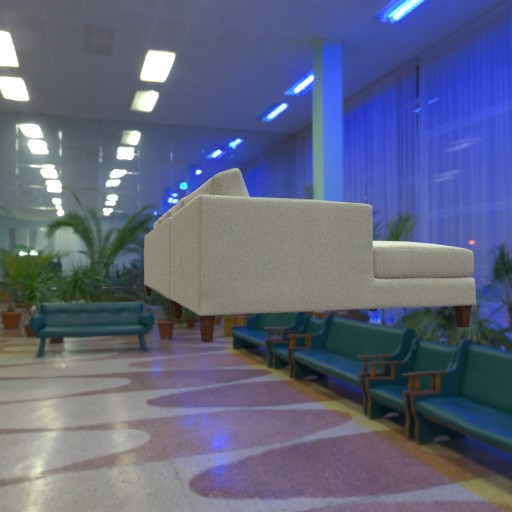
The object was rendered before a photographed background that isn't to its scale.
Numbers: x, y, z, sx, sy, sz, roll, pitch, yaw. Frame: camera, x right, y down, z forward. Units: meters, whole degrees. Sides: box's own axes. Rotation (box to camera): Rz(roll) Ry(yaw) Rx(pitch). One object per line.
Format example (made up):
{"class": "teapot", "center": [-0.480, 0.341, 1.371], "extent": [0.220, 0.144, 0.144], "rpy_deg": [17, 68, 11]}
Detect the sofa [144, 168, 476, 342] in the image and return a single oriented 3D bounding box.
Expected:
{"class": "sofa", "center": [0.000, 0.000, 3.788], "extent": [1.625, 0.861, 3.186], "rpy_deg": [0, -1, -18]}
